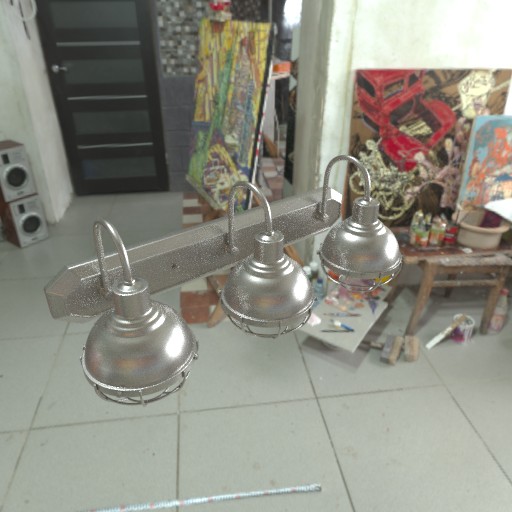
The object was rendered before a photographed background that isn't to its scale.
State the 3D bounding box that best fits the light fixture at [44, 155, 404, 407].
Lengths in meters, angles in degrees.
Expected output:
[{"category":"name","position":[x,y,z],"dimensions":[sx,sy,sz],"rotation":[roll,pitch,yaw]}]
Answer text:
[{"category":"light fixture","position":[0.000,0.000,0.758],"dimensions":[0.634,0.254,0.229],"rotation":[-21,36,-32]}]
